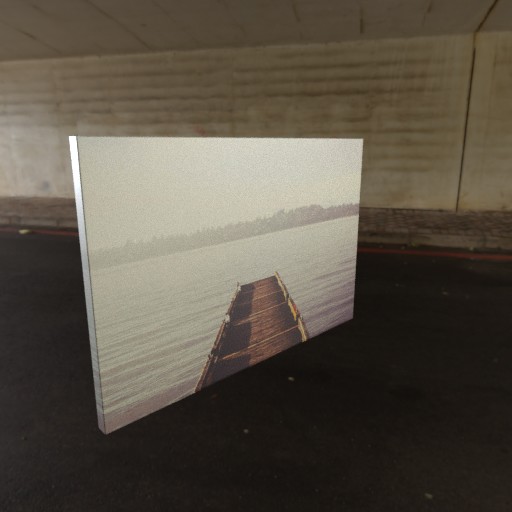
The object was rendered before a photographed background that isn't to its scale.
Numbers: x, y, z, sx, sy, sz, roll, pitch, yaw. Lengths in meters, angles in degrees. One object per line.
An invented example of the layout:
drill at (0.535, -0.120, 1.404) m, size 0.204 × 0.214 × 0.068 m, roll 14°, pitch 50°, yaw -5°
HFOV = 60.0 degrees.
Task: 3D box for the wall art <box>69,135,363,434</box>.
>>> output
wall art at (0.000, 0.000, 0.791) m, size 0.615 × 0.410 × 0.021 m, roll -14°, pitch 20°, yaw -42°
